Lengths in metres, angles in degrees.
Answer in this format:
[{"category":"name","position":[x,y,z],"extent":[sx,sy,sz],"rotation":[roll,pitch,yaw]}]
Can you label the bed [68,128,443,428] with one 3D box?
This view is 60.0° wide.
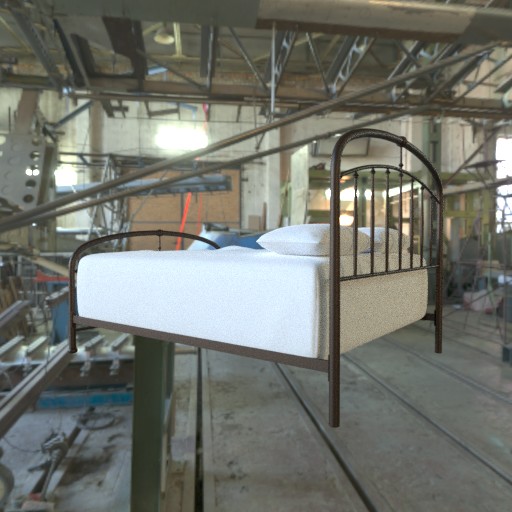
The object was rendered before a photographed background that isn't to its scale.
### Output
[{"category":"bed","position":[0.000,0.000,3.231],"extent":[2.180,1.425,1.711],"rotation":[1,2,37]}]
